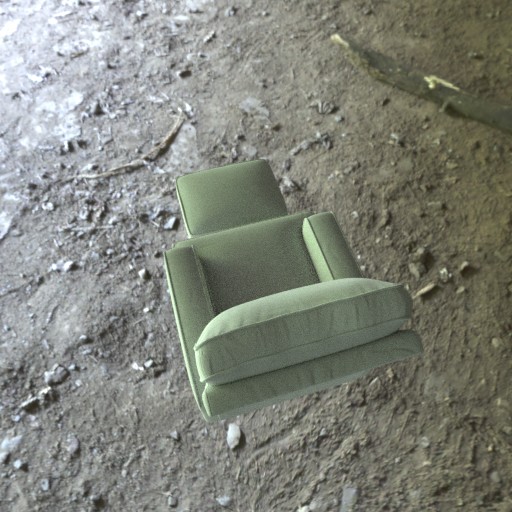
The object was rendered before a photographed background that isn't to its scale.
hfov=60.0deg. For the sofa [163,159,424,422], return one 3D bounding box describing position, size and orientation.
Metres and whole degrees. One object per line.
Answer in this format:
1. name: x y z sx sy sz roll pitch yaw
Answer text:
1. sofa: 0.000 0.000 2.102 0.861 0.959 1.472 -14 59 -9
